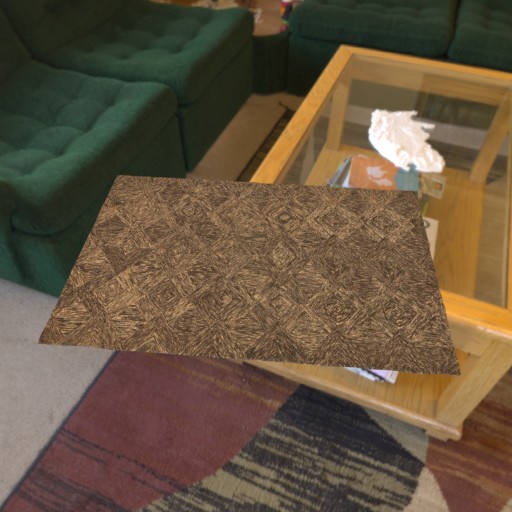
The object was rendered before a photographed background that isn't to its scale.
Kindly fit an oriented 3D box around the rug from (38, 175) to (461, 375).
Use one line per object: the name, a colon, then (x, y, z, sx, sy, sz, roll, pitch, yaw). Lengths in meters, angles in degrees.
rug: (0.000, 0.000, 2.269, 1.808, 0.011, 1.189, 4, 48, 3)
